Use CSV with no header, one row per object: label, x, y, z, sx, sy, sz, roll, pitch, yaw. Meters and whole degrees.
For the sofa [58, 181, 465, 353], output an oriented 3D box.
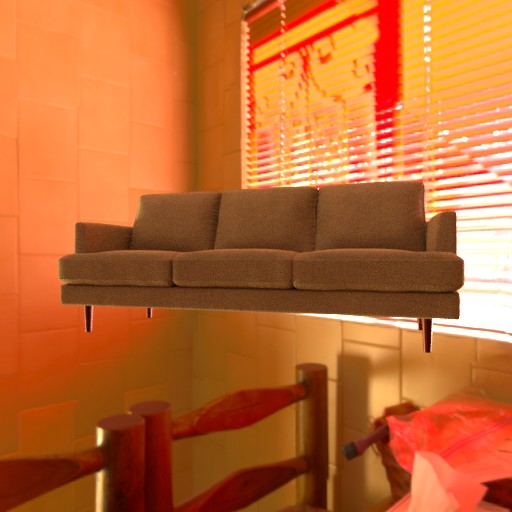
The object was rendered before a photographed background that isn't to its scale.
sofa,0.000,0.000,2.731,2.246,0.930,0.903,0,0,18
